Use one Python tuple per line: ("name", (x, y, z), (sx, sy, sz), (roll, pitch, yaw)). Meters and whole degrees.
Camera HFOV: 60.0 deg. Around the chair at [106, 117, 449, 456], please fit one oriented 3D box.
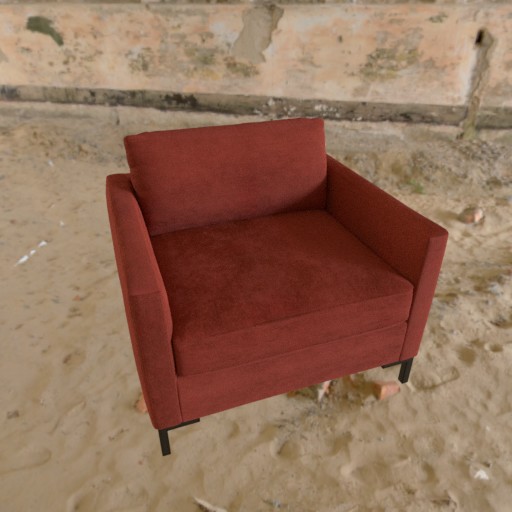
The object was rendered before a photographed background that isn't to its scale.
("chair", (0.000, 0.000, 1.614), (0.964, 0.812, 0.875), (-10, 33, -17))
